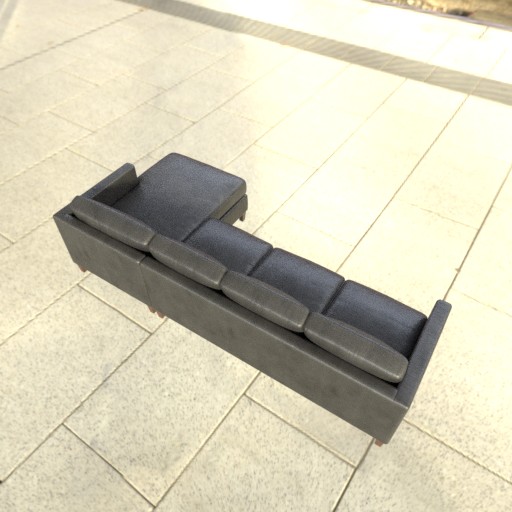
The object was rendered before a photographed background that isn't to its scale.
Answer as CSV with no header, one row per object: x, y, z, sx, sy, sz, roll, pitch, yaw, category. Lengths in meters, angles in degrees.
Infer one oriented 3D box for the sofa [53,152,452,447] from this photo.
0.000,0.000,3.917,3.203,0.883,1.581,25,52,21,sofa
